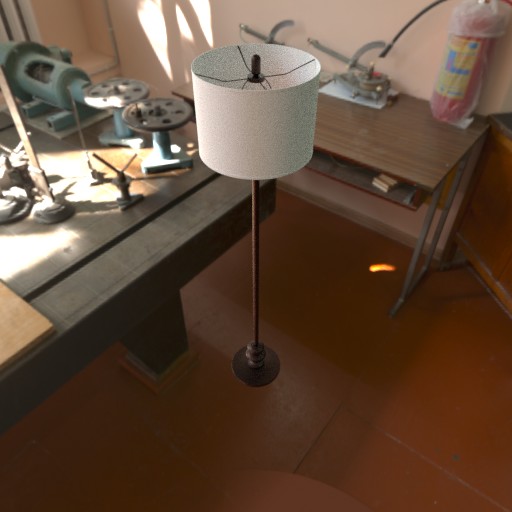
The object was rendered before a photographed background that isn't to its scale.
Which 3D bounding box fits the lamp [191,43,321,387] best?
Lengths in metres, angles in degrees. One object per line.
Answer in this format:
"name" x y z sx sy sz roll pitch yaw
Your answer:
"lamp" 0.000 0.000 1.707 0.356 1.487 0.356 -12 44 -13
